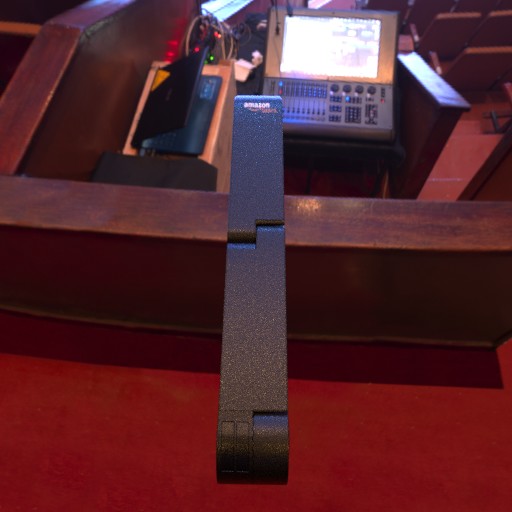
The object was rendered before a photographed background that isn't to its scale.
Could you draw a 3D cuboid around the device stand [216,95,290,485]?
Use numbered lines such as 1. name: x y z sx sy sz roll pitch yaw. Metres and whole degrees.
1. device stand: 0.000 0.000 0.195 0.026 0.030 0.179 1 62 0
